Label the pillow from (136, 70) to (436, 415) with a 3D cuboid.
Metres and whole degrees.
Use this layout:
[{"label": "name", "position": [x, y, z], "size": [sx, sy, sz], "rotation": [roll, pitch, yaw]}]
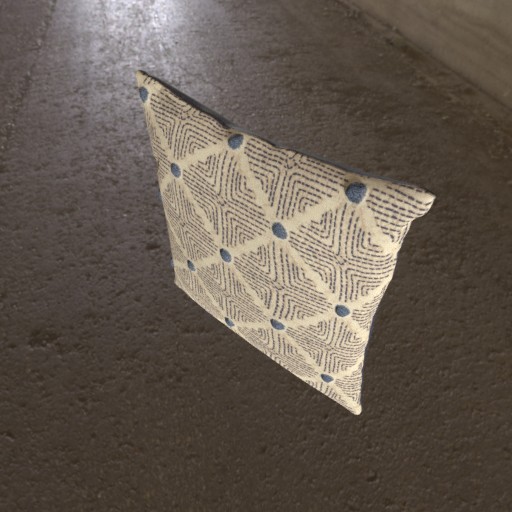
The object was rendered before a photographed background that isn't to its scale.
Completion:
[{"label": "pillow", "position": [0.000, 0.000, 0.766], "size": [0.510, 0.510, 0.145], "rotation": [31, 53, 28]}]
